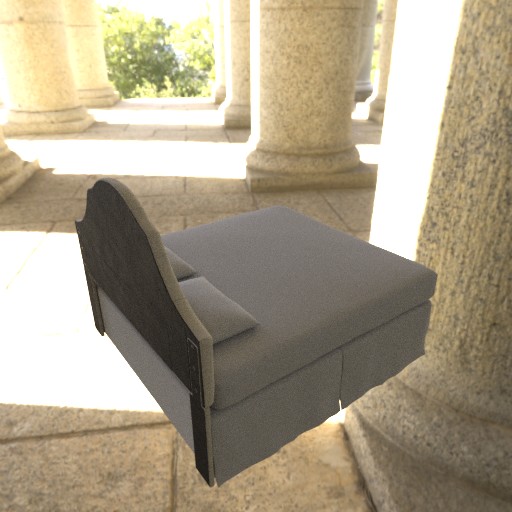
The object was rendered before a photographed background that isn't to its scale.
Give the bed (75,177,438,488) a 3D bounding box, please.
[{"bbox_3d":[0.000,0.000,3.413,2.086,1.555,2.012,-18,32,-32],"label":"bed"}]
